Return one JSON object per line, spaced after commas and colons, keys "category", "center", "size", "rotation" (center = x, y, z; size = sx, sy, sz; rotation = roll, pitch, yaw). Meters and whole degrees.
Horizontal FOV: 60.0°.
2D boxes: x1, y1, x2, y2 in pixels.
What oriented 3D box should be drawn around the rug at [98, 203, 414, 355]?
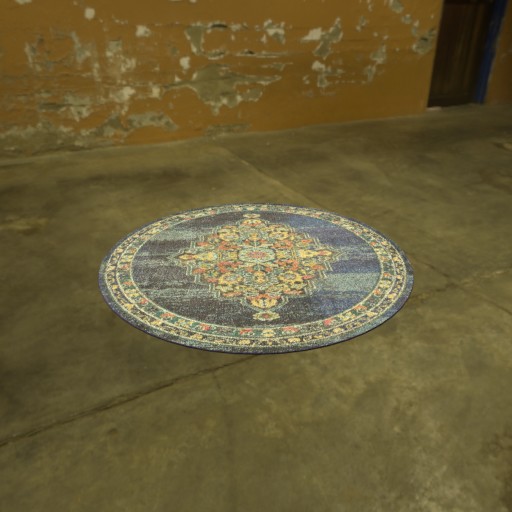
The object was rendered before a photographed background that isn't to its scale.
{"category": "rug", "center": [0.000, 0.000, 2.343], "size": [1.591, 0.010, 1.591], "rotation": [0, 27, 0]}
